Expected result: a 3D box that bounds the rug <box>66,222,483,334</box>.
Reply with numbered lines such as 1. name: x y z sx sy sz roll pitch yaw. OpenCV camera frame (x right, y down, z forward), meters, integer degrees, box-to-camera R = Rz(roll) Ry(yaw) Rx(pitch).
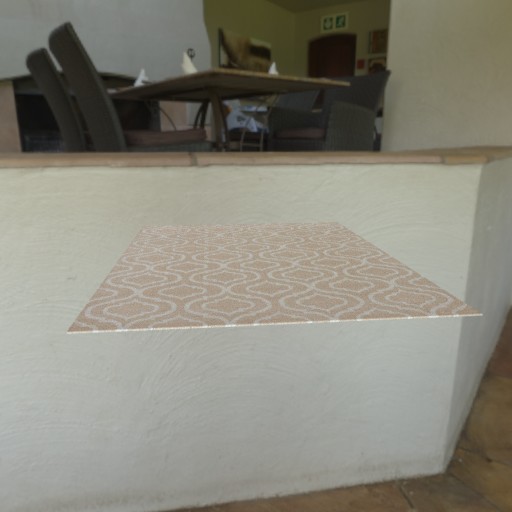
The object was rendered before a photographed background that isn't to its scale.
1. rug: 0.000 0.000 3.796 2.286 0.013 2.894 -2 15 -6
